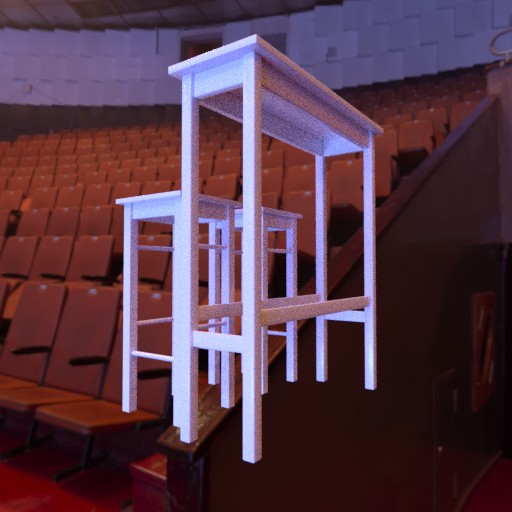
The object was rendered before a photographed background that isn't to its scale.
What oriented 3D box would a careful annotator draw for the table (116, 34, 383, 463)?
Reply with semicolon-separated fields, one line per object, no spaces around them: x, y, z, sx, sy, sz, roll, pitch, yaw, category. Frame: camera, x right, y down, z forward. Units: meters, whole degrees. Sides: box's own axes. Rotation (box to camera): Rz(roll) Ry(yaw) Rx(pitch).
0.000;0.000;1.639;0.650;1.065;0.915;-1;-2;35;table
